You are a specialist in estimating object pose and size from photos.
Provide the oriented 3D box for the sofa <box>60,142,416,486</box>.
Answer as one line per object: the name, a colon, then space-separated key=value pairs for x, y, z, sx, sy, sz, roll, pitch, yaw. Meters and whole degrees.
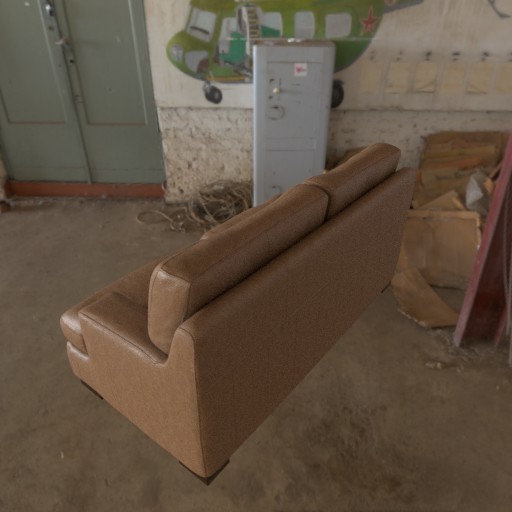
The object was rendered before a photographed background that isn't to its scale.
sofa: x=0.000 y=0.000 z=2.369 sx=0.962 sy=0.980 sz=1.855 roll=22 pitch=38 yaw=32
